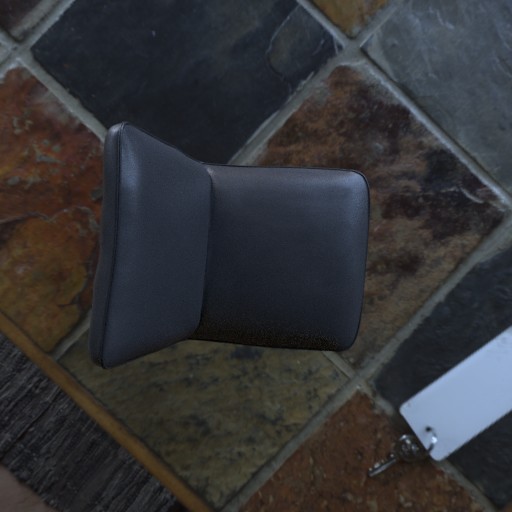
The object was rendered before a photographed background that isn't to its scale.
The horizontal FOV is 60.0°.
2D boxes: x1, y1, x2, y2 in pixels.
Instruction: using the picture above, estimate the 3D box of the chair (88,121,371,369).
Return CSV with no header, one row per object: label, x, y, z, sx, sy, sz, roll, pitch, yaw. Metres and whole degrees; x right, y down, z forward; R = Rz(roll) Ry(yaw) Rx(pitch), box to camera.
chair,0.000,0.000,1.234,0.645,0.801,0.543,0,90,1
